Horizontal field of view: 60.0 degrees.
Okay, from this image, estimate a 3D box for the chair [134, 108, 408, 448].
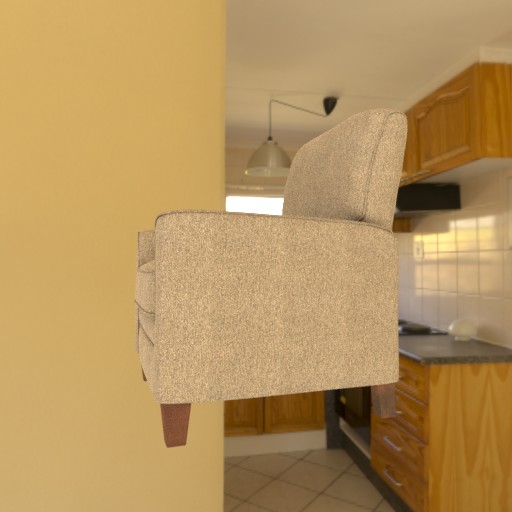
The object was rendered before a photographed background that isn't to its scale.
[{"bbox_3d":[0.000,0.000,1.653,0.858,1.028,0.841,0,-1,-19],"label":"chair"}]
